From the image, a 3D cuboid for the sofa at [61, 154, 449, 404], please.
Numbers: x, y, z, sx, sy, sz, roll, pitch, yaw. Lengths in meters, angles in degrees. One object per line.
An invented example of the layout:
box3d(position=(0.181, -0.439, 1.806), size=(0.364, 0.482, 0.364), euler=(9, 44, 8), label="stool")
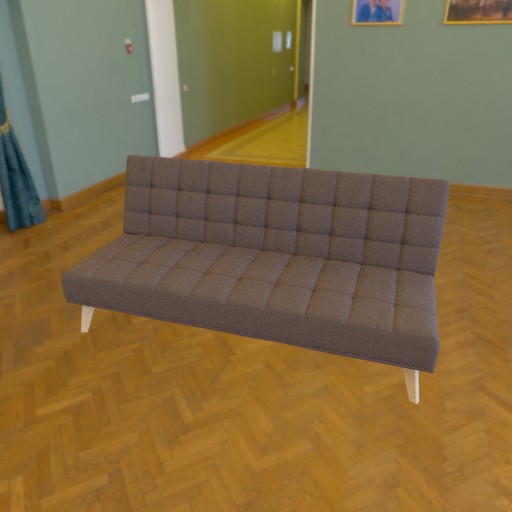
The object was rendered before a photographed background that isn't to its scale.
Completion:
box3d(position=(0.000, 0.000, 2.304), size=(1.800, 0.810, 0.860), euler=(8, 27, 16), label="sofa")
